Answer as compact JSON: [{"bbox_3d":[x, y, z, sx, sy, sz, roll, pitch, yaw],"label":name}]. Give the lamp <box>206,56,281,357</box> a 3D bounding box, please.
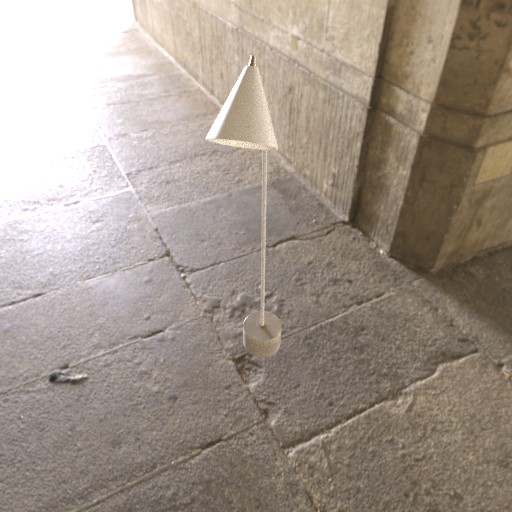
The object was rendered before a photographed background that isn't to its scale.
[{"bbox_3d":[0.000,0.000,1.609,0.223,1.430,0.508,12,43,13],"label":"lamp"}]
